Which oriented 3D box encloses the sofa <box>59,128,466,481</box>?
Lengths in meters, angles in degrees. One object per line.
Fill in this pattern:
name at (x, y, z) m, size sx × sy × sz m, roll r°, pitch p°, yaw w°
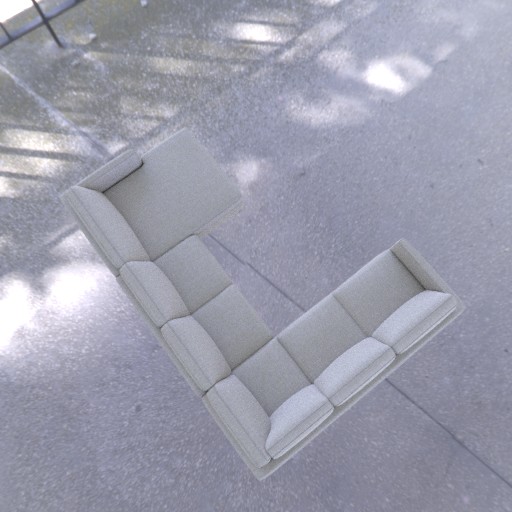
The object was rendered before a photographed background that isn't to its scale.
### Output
sofa at (0.000, 0.000, 4.611) m, size 2.551 × 0.889 × 3.403 m, roll -37°, pitch 79°, yaw -9°
